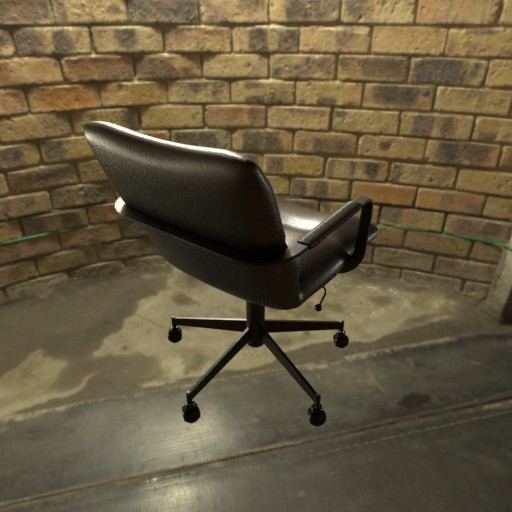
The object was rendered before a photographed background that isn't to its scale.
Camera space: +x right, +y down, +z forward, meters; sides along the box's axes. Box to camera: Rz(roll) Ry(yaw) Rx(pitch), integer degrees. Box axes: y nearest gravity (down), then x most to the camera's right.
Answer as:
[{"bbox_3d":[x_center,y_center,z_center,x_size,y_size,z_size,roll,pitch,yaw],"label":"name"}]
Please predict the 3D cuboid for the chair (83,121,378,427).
[{"bbox_3d":[0.000,0.000,1.456,0.719,0.922,0.748,21,36,32],"label":"chair"}]
